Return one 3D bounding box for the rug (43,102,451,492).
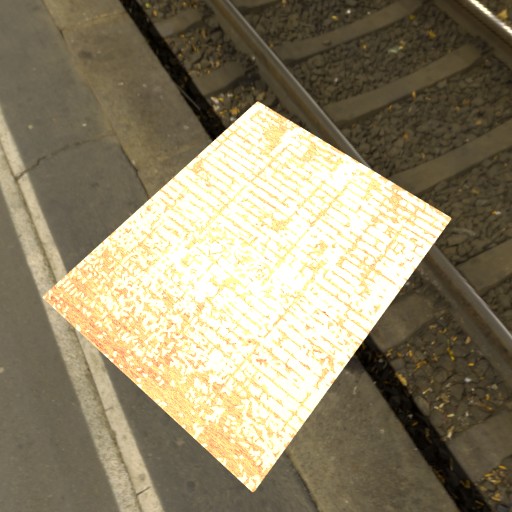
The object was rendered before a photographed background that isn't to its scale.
[{"bbox_3d":[0.000,0.000,4.143,2.441,0.011,3.050,36,69,16],"label":"rug"}]
